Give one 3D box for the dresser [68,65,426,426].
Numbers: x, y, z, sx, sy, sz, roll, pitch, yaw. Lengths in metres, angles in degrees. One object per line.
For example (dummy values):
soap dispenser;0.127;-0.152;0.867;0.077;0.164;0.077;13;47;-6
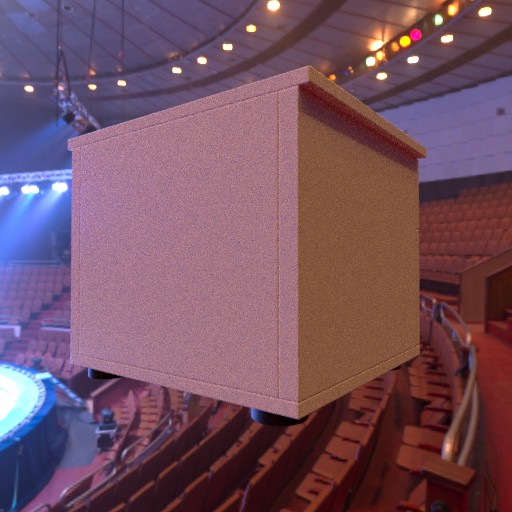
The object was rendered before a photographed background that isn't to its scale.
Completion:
dresser;0.000;0.000;0.715;0.430;0.360;0.400;-1;-1;37
